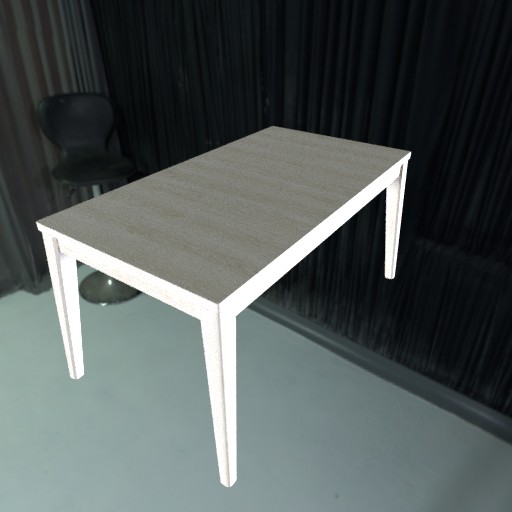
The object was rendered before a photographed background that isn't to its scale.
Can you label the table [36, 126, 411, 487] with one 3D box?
[{"bbox_3d":[0.000,0.000,2.104,0.900,0.760,1.600,20,37,29],"label":"table"}]
